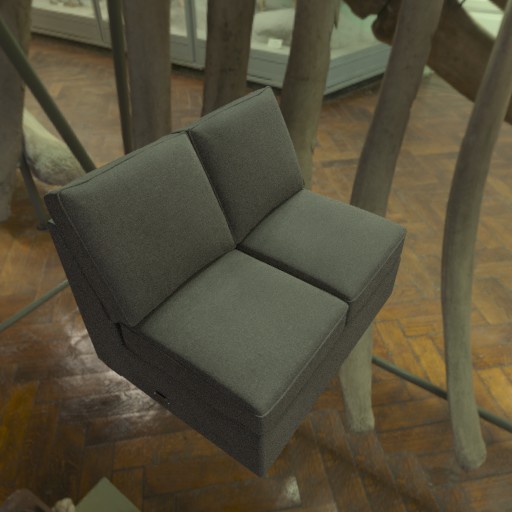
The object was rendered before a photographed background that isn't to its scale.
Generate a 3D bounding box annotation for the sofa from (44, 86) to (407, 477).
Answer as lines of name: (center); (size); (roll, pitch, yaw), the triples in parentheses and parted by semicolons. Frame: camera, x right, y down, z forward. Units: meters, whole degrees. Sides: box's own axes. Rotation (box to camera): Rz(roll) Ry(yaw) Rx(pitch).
sofa: (0.000, 0.000, 1.934); (0.951, 1.008, 1.237); (25, 46, 27)
